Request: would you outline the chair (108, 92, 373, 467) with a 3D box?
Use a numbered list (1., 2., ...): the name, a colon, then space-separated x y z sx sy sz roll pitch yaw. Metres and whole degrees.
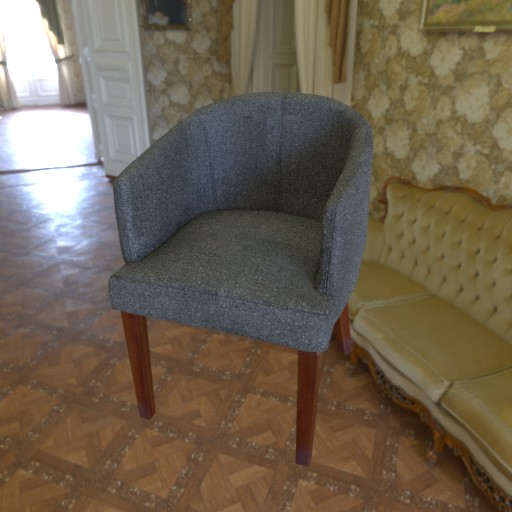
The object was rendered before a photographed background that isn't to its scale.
1. chair: 0.000 0.000 1.242 0.583 0.811 0.655 9 27 17
